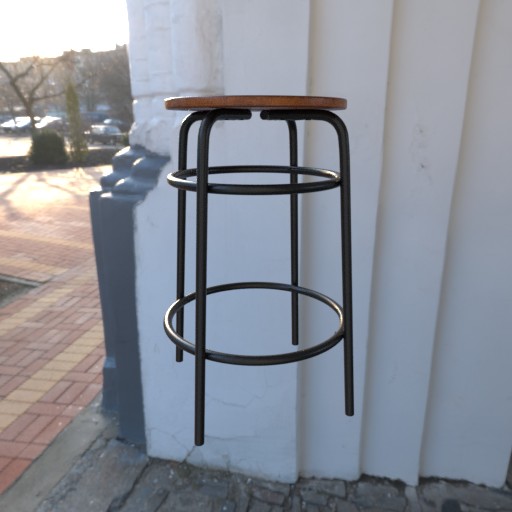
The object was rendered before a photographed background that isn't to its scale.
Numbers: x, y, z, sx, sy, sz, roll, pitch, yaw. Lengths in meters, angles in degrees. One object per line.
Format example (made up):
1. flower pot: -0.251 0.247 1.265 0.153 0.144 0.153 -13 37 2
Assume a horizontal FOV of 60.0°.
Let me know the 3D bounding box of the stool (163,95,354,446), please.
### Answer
1. stool: 0.000 0.000 0.918 0.455 0.610 0.455 9 19 27
